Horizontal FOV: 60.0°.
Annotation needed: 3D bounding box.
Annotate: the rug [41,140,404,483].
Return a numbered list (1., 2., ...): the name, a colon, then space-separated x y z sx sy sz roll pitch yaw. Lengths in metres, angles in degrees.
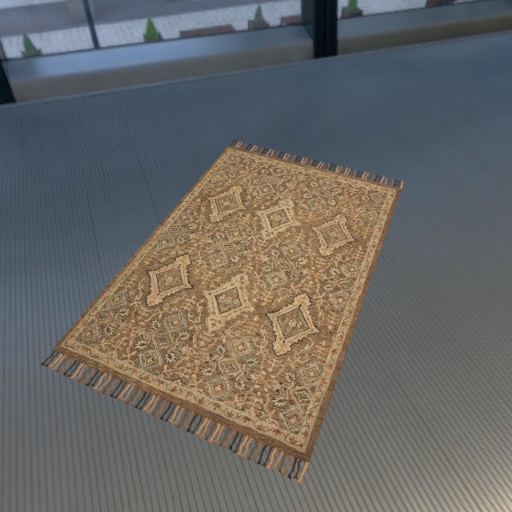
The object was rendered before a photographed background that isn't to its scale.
1. rug: 0.000 0.000 2.979 1.516 0.010 2.434 18 49 16
